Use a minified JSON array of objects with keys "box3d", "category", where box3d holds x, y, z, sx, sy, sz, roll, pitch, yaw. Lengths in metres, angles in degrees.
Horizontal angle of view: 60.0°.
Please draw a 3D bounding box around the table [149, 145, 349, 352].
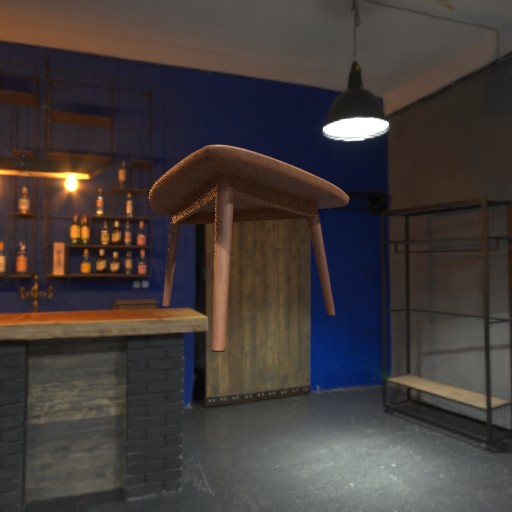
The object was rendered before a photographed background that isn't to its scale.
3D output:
[{"box3d":[0.000,0.000,1.299,0.601,0.365,1.008,0,-1,-18],"category":"table"}]
